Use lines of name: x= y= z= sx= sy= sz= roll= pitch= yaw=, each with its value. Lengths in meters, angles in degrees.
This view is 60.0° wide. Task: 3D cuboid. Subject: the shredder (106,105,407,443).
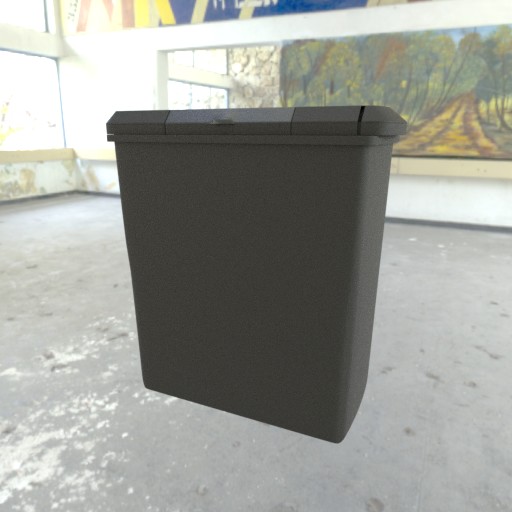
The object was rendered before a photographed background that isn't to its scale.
shredder: x=0.000 y=0.000 z=0.523 sx=0.320 sy=0.335 sz=0.170 roll=7 pitch=17 yaw=24
